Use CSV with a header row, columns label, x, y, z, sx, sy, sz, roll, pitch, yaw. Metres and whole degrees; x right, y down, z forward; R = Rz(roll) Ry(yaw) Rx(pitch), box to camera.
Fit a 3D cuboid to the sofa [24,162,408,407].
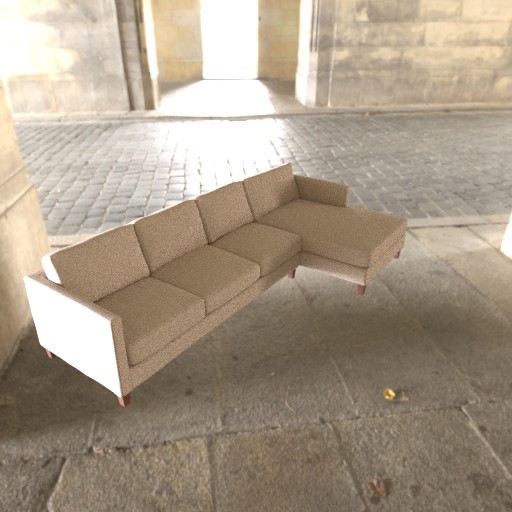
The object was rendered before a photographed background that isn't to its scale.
label,x,y,z,sx,sy,sz,roll,pitch,yaw
sofa,0.000,0.000,3.835,1.625,0.861,3.186,18,32,31
